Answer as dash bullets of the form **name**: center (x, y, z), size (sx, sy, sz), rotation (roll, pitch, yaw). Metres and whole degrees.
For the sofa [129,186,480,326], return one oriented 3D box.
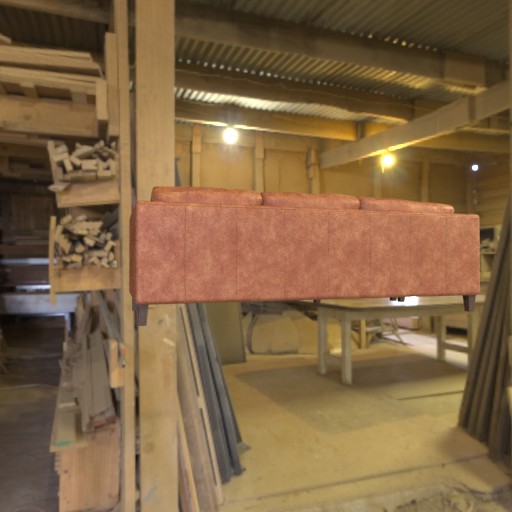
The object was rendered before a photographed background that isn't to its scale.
- **sofa**: center (0.000, 0.000, 4.330), size (2.438, 0.838, 3.167), rotation (0, -1, -18)
